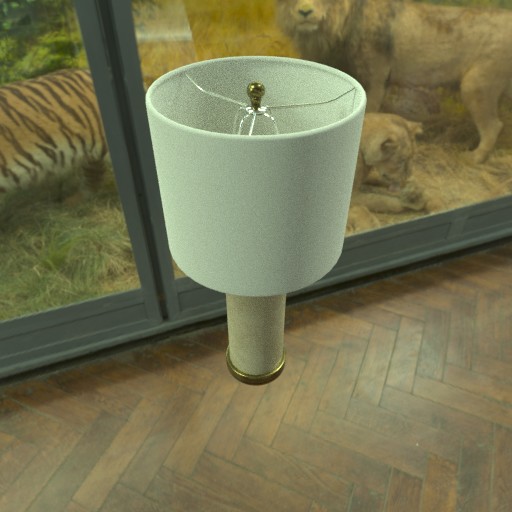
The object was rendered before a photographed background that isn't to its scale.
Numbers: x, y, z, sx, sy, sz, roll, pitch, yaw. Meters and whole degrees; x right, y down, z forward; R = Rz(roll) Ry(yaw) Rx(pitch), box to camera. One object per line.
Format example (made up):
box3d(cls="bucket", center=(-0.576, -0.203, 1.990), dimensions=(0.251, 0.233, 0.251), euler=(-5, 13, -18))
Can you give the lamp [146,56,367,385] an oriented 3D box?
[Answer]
box3d(cls="lamp", center=(0.000, 0.000, 0.819), dimensions=(0.305, 0.634, 0.305), euler=(27, 47, 28))
